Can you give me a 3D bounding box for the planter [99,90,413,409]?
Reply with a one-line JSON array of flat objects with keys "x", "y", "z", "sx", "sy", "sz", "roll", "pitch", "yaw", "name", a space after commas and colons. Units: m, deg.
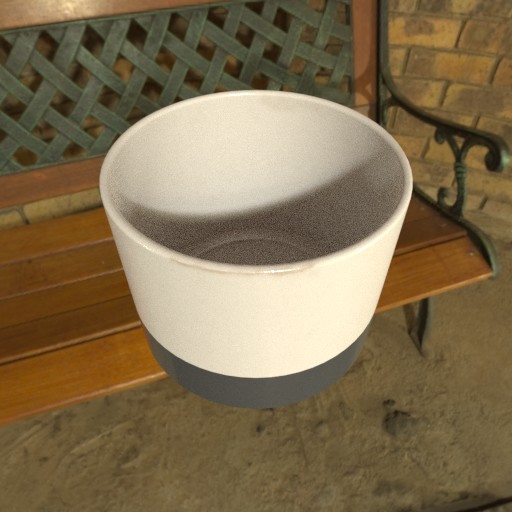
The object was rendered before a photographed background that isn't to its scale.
[{"x": 0.000, "y": 0.000, "z": 0.343, "sx": 0.193, "sy": 0.177, "sz": 0.193, "roll": 0, "pitch": 46, "yaw": 0, "name": "planter"}]
